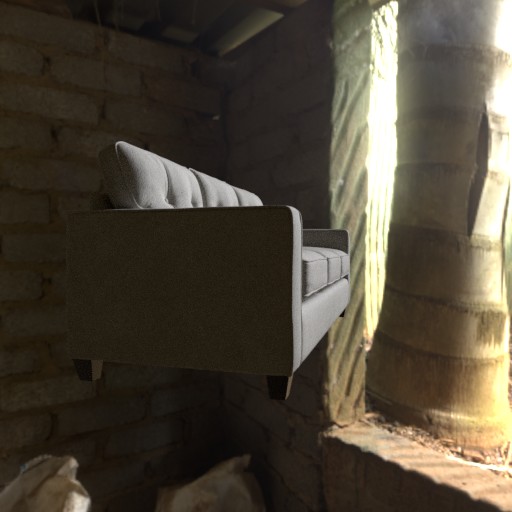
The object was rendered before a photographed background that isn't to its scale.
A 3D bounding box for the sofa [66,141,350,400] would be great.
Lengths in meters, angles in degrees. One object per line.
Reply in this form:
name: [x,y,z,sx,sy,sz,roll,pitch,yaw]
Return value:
sofa: [0.000,0.000,2.600,0.939,0.965,2.133,0,1,17]
